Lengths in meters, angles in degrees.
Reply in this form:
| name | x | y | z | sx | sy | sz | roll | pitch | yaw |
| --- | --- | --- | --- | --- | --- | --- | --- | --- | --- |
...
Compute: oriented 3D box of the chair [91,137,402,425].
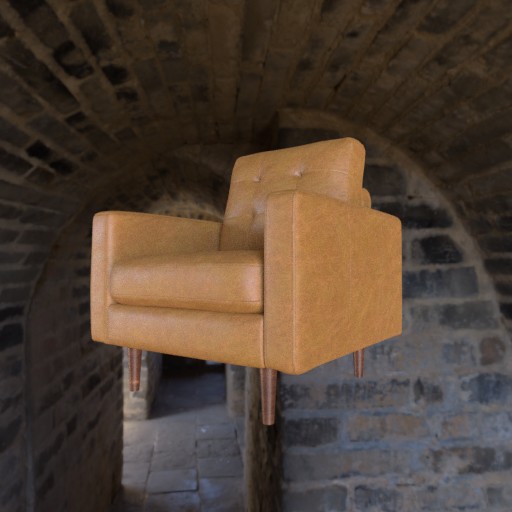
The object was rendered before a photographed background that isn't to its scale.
| name | x | y | z | sx | sy | sz | roll | pitch | yaw |
| --- | --- | --- | --- | --- | --- | --- | --- | --- | --- |
| chair | 0.000 | 0.000 | 1.590 | 0.831 | 0.896 | 0.868 | -1 | -2 | 35 |
